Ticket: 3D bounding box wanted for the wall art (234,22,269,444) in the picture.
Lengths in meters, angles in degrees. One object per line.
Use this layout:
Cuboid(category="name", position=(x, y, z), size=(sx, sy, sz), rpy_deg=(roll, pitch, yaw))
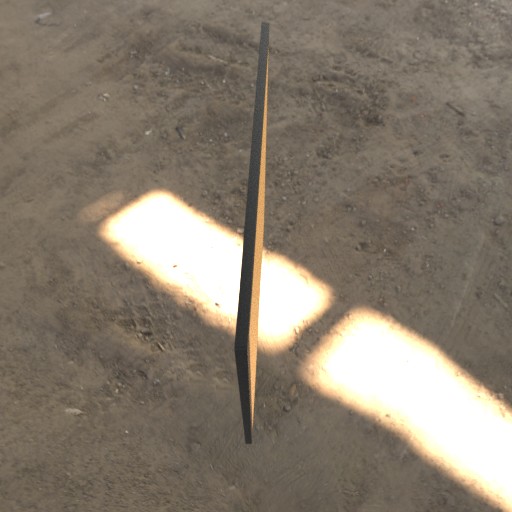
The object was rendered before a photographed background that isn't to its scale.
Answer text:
Cuboid(category="wall art", position=(0.000, 0.000, 0.965), size=(0.016, 0.659, 0.663), rpy_deg=(3, 58, 2))
